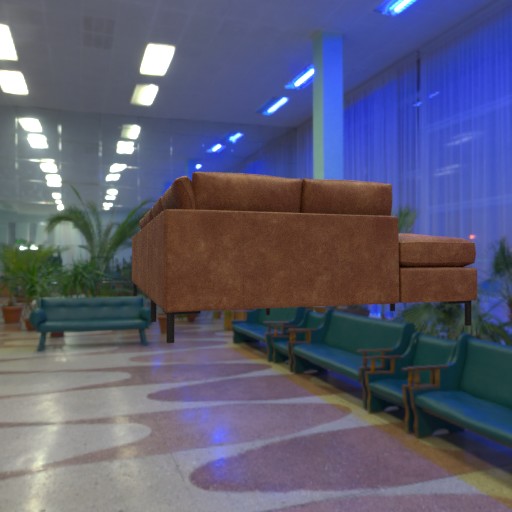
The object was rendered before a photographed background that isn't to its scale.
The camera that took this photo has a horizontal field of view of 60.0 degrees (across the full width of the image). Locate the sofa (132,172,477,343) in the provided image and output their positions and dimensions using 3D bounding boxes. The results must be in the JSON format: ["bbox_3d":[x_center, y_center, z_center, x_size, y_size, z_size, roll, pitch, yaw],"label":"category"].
[{"bbox_3d":[0.000,0.000,3.856,1.938,0.877,2.984,0,0,-18],"label":"sofa"}]
